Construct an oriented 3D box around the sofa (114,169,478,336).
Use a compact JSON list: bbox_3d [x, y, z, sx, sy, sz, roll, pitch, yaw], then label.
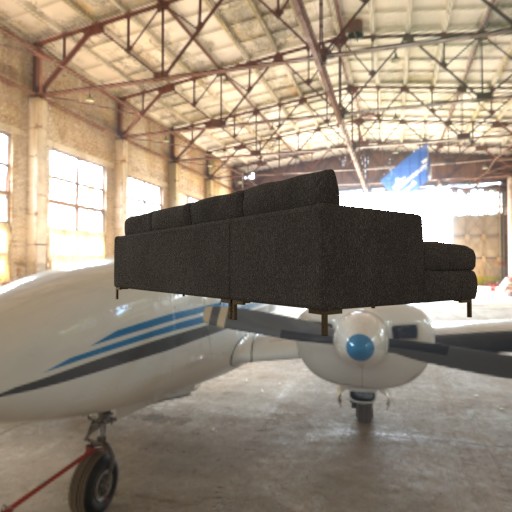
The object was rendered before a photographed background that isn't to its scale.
[{"bbox_3d":[0.000,0.000,3.569,1.350,0.810,2.932,1,-2,-36],"label":"sofa"}]
